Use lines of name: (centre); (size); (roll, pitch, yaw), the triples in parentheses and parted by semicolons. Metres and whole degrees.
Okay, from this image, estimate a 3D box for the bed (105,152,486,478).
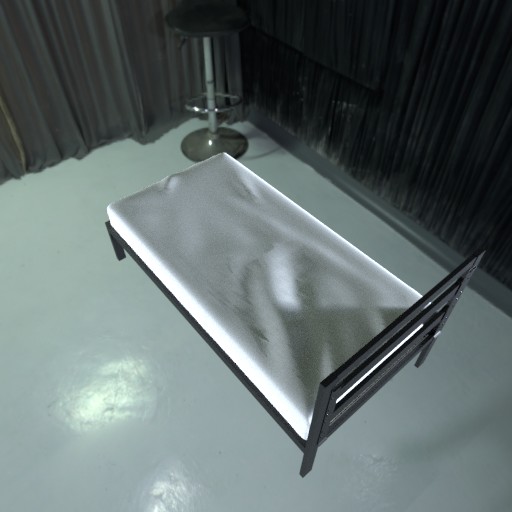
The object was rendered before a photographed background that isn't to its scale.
bed: (0.000, 0.000, 2.546); (0.991, 0.967, 1.930); (-32, 55, -26)
